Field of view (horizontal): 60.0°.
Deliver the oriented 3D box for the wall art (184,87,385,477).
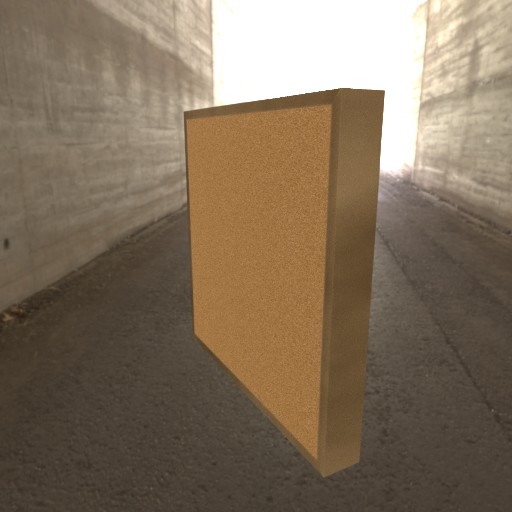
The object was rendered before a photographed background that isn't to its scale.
[{"bbox_3d":[0.000,0.000,0.465,0.038,0.303,0.305,-8,17,-28],"label":"wall art"}]
